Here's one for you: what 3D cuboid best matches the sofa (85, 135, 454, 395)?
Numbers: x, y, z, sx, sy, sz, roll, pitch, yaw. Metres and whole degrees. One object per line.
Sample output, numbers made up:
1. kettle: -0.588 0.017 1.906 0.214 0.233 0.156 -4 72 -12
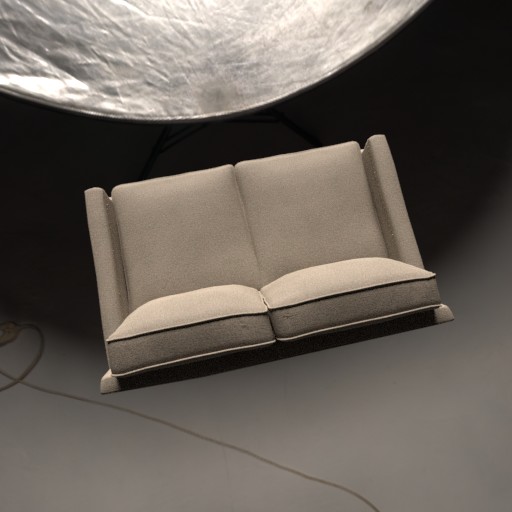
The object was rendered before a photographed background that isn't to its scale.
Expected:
1. sofa: 0.000 0.000 2.293 1.597 1.003 1.084 -11 76 -3
